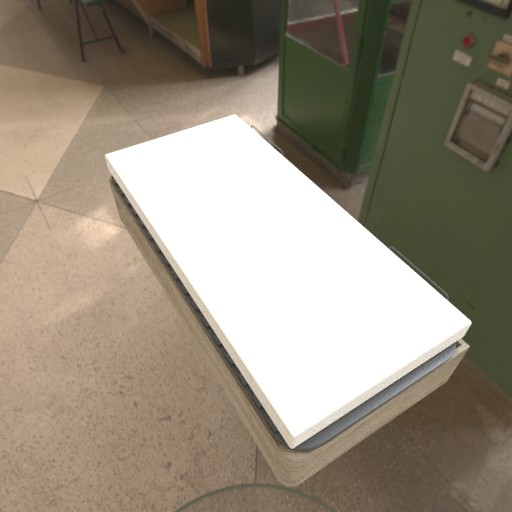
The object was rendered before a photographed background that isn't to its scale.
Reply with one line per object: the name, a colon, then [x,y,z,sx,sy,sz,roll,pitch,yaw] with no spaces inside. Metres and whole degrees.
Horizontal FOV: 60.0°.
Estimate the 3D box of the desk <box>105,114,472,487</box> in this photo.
desk: [0.000,0.000,2.255,0.900,0.455,1.900,-24,52,-21]
